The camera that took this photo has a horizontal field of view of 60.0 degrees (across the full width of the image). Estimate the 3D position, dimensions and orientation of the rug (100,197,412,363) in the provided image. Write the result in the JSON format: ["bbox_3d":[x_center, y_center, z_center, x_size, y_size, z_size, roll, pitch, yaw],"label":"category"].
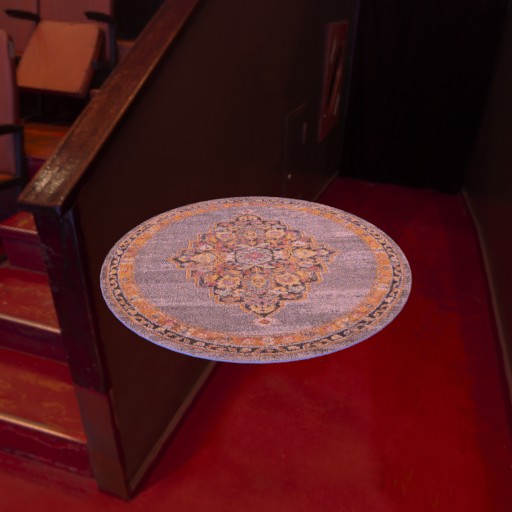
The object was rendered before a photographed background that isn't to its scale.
[{"bbox_3d":[0.000,0.000,3.540,2.382,0.014,2.382,0,31,0],"label":"rug"}]
